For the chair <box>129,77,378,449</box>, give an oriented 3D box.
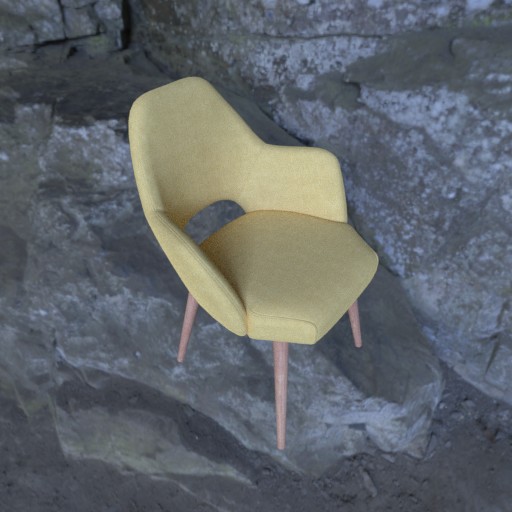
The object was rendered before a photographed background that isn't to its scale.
[{"bbox_3d":[0.000,0.000,1.258,0.610,0.840,0.590,27,47,28],"label":"chair"}]
